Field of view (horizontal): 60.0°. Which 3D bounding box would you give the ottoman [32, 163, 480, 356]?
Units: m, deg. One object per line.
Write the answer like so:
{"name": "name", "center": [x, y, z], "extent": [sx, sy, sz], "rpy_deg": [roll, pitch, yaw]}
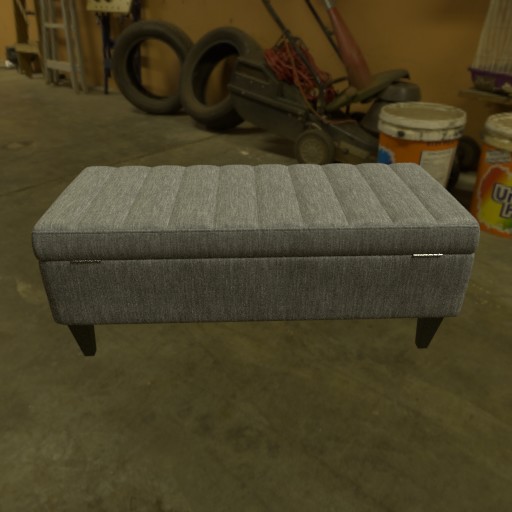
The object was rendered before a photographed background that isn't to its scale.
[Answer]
{"name": "ottoman", "center": [0.000, 0.000, 1.410], "extent": [1.151, 0.469, 0.482], "rpy_deg": [-1, 31, -2]}
